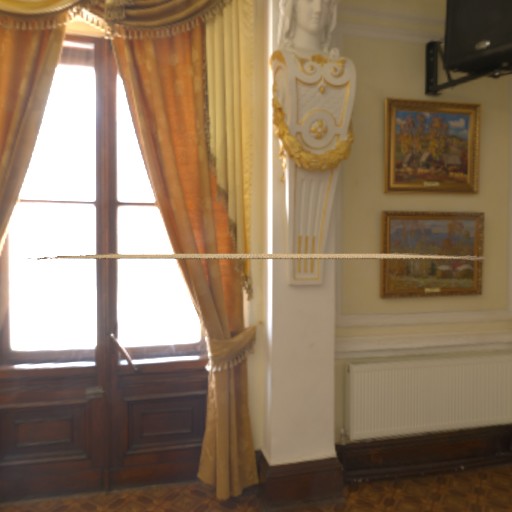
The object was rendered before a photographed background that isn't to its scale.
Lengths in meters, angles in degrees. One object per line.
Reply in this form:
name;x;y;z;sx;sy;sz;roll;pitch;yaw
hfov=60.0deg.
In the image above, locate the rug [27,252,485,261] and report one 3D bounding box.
rug;0.000;0.000;2.532;2.021;0.027;1.224;0;1;-1
